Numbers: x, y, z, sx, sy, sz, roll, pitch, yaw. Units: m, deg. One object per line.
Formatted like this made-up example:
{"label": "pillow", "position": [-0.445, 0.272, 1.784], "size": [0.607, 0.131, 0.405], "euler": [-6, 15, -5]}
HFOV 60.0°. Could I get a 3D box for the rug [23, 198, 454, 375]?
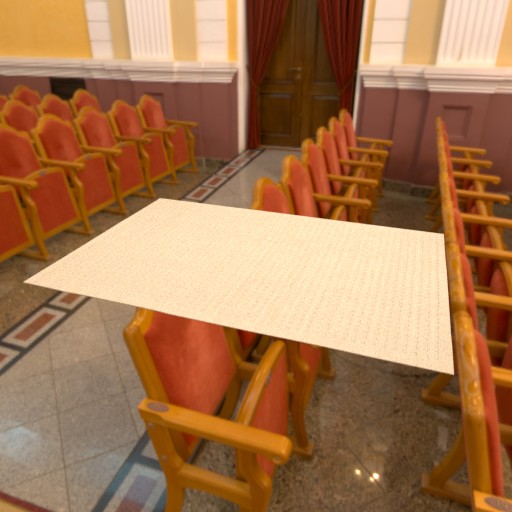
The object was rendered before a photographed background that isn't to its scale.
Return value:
{"label": "rug", "position": [0.000, 0.000, 2.832], "size": [2.289, 0.006, 1.523], "euler": [9, 28, 17]}
